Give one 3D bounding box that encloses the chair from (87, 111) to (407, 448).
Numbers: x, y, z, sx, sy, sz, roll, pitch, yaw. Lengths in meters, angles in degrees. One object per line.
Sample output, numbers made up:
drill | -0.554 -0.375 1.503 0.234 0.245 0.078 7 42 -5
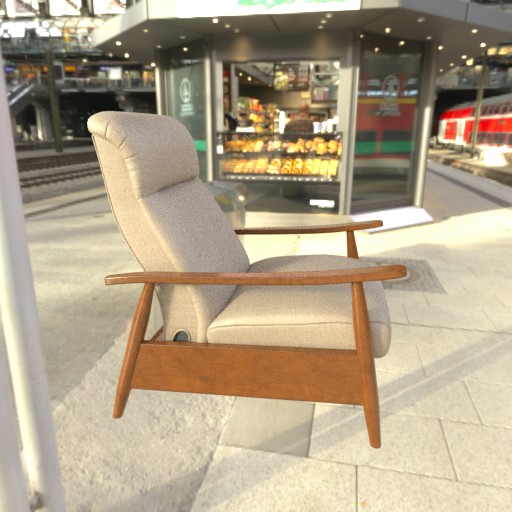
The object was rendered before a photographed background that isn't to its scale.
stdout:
chair | 0.000 0.000 1.756 1.032 1.082 0.762 3 16 9
